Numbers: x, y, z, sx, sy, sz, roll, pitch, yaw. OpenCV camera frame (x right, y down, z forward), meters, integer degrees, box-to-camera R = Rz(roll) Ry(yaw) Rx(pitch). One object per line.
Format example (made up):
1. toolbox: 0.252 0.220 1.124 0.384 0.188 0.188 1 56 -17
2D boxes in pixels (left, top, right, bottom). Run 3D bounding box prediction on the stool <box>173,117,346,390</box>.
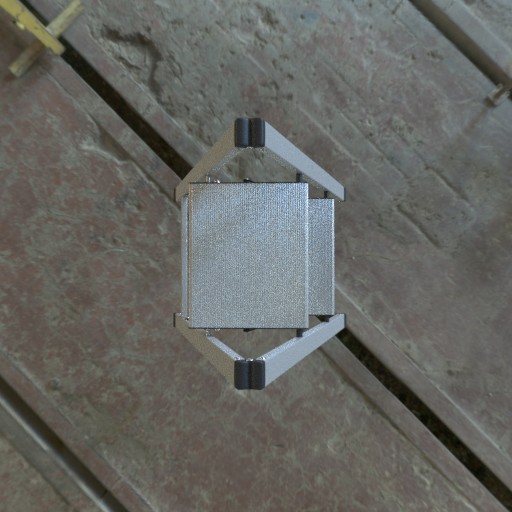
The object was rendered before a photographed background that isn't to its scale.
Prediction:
1. stool: 0.000 0.000 1.040 0.535 0.670 0.440 0 89 2
